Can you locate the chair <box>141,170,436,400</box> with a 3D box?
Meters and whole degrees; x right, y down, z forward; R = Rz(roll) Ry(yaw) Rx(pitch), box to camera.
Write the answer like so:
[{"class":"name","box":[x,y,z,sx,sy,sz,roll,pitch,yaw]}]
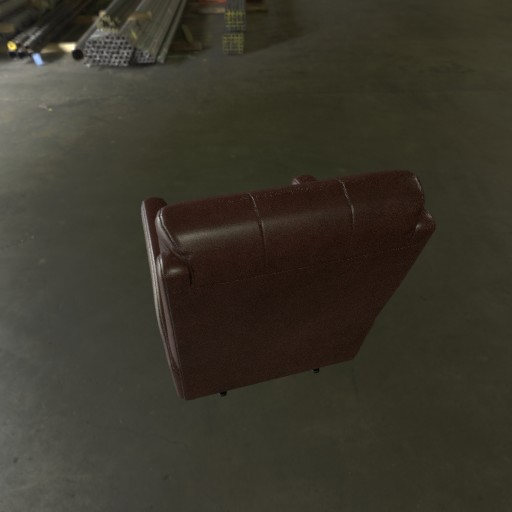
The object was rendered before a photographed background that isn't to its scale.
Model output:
[{"class":"chair","box":[0.000,0.000,1.666,0.787,1.016,0.939,-11,41,-12]}]
